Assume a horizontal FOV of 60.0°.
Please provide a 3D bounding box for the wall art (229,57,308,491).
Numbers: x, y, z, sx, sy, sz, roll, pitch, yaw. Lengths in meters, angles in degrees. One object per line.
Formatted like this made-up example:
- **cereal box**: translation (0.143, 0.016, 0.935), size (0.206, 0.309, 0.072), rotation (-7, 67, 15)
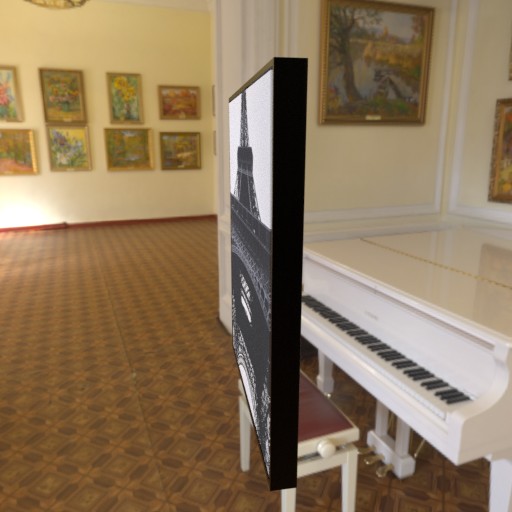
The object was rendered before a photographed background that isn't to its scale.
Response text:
- **wall art**: translation (0.000, 0.000, 0.760), size (0.039, 0.553, 0.451), rotation (-2, 14, -9)
